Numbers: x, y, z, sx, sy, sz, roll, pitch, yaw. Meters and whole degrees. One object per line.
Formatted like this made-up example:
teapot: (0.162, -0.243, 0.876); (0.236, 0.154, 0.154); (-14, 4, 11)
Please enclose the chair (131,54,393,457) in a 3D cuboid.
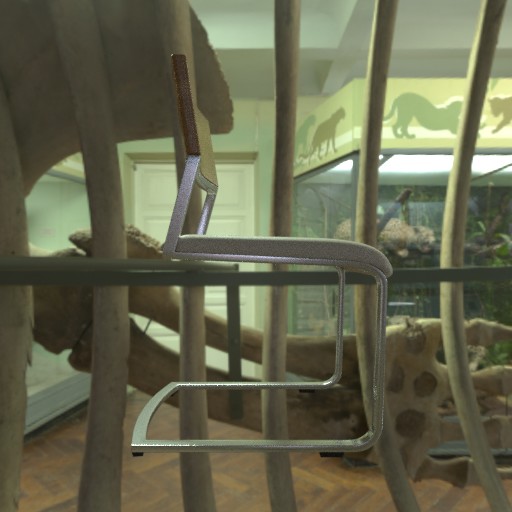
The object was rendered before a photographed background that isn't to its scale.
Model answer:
chair: (0.000, 0.000, 1.155); (0.585, 0.844, 0.467); (0, 0, 0)
